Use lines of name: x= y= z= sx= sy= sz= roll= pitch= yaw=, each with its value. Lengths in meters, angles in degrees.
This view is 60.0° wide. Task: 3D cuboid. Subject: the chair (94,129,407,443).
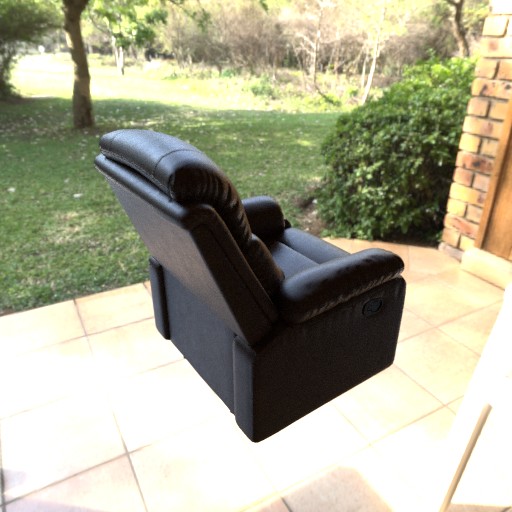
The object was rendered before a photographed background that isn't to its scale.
chair: x=0.000 y=0.000 z=1.685 sx=0.919 sy=0.992 sz=0.855 roll=-18 pitch=32 yaw=-31
